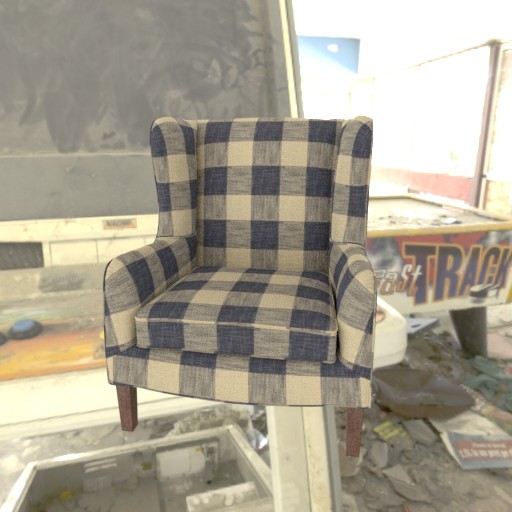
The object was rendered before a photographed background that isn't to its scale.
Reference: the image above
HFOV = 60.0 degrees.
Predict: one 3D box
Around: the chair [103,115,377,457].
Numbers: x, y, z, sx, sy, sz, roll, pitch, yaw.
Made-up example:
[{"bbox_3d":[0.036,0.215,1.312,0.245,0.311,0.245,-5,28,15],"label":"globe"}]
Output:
[{"bbox_3d":[0.000,0.000,1.679,0.830,1.041,0.889,2,15,9],"label":"chair"}]
